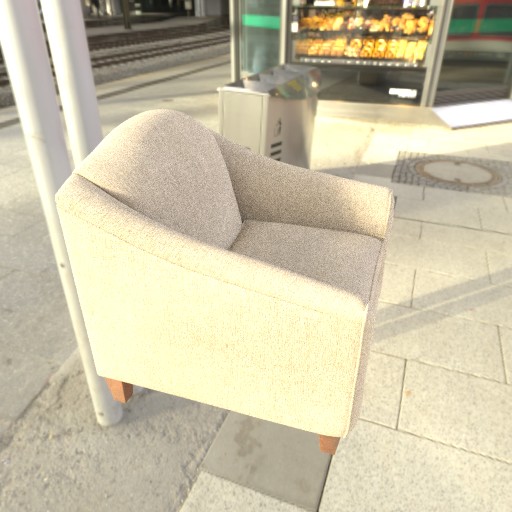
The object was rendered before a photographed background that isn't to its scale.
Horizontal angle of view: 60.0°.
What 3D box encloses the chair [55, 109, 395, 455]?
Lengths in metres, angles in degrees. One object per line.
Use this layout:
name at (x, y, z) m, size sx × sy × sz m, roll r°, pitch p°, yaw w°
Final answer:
chair at (0.000, 0.000, 1.406) m, size 0.787 × 0.839 × 0.763 m, roll 10°, pitch 31°, yaw 16°
